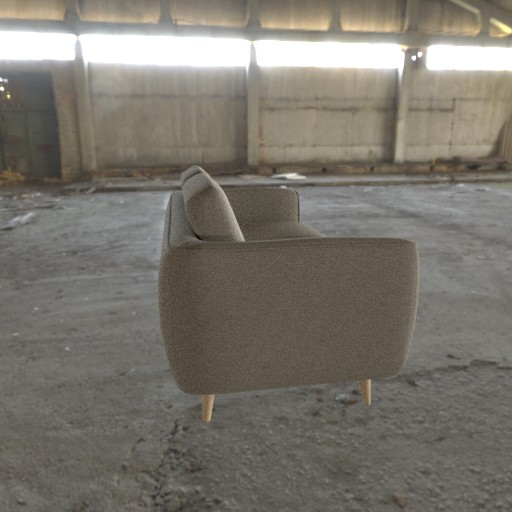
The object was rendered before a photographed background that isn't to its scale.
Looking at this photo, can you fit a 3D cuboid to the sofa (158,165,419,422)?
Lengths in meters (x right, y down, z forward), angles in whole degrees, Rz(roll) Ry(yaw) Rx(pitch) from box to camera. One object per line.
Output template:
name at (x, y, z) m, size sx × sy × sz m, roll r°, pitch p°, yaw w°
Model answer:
sofa at (0.000, 0.000, 2.231) m, size 0.920 × 0.850 × 1.700 m, roll -3°, pitch 15°, yaw -10°
